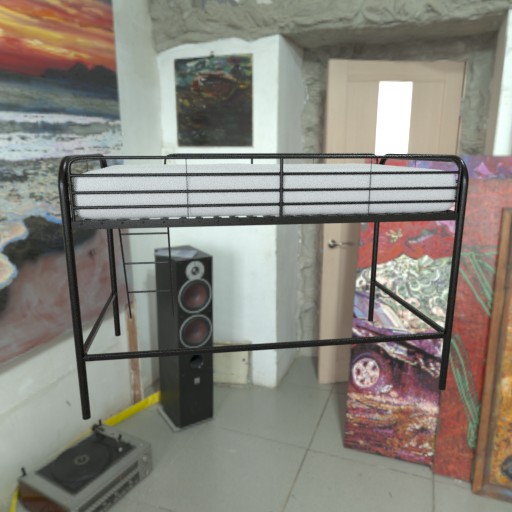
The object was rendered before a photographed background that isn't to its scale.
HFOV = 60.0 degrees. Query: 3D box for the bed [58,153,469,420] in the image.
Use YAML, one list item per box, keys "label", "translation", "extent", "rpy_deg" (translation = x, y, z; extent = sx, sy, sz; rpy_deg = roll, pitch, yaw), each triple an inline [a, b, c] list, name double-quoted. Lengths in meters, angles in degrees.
- label: "bed"
  translation: [0.000, 0.000, 2.869]
  extent: [1.968, 1.289, 1.393]
  rpy_deg: [-2, 14, -8]
